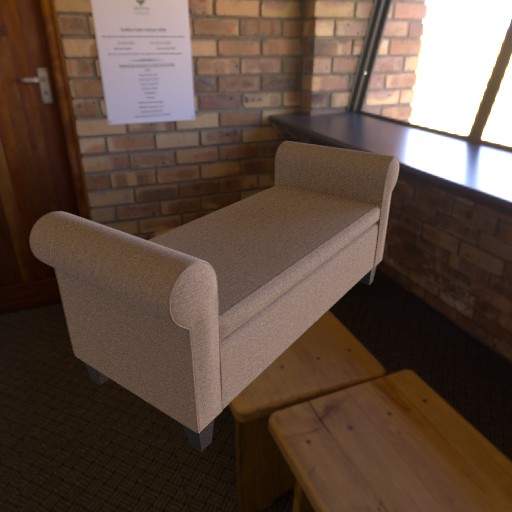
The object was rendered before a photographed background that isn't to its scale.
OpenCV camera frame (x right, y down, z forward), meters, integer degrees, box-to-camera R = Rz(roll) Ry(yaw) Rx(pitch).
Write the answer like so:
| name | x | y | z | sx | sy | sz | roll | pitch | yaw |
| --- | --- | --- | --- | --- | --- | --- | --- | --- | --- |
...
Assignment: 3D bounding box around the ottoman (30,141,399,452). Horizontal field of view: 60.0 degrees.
| name | x | y | z | sx | sy | sz | roll | pitch | yaw |
| --- | --- | --- | --- | --- | --- | --- | --- | --- | --- |
| ottoman | 0.000 | 0.000 | 1.532 | 0.521 | 0.547 | 1.256 | 18 | 31 | 32 |
